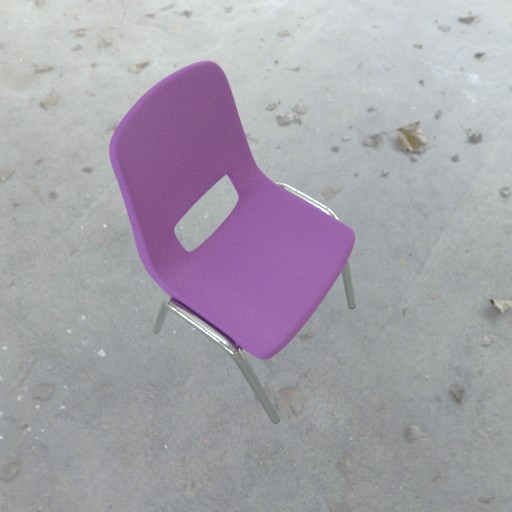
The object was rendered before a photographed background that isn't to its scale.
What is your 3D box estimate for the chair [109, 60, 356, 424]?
[{"bbox_3d":[0.000,0.000,0.684,0.301,0.493,0.291,32,64,18],"label":"chair"}]
